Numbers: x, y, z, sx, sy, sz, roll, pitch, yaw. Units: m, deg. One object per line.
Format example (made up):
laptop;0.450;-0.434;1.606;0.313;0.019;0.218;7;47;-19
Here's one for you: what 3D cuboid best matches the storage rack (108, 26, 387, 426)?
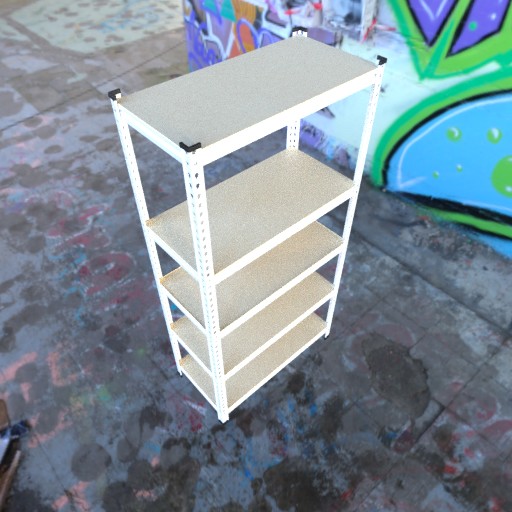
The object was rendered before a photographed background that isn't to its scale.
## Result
storage rack;0.000;0.000;2.209;0.914;1.829;0.457;-33;54;-28
